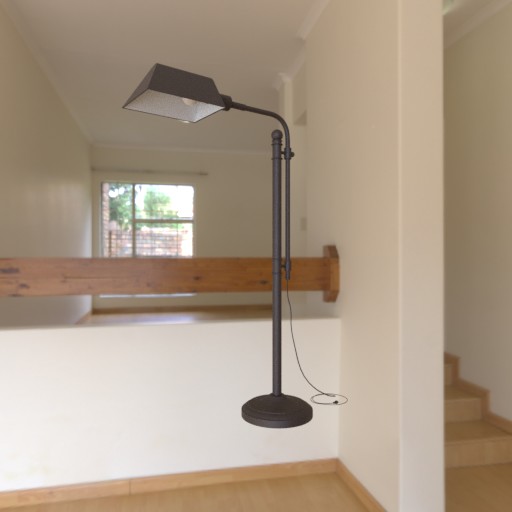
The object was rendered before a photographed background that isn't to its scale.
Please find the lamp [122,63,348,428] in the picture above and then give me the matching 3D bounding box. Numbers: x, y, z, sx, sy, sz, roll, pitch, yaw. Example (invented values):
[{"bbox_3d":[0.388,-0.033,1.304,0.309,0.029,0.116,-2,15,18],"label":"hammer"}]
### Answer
[{"bbox_3d":[0.000,0.000,0.953,0.545,0.708,0.159,0,0,-37],"label":"lamp"}]
